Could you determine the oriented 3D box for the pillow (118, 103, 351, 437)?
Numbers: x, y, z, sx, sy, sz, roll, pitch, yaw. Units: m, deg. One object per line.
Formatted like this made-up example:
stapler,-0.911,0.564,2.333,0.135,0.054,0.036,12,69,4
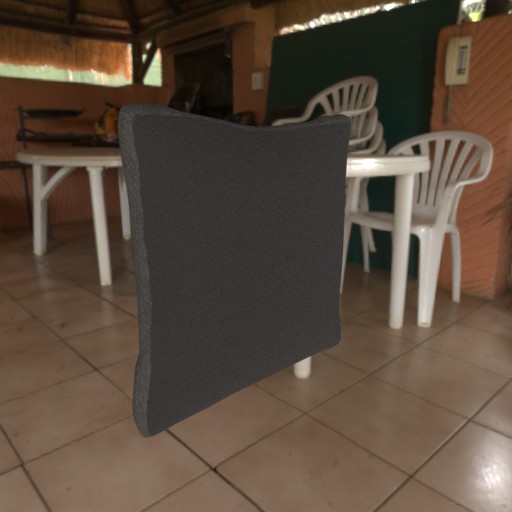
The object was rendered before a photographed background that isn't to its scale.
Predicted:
pillow,0.000,0.000,0.824,0.533,0.523,0.210,-13,19,-42
